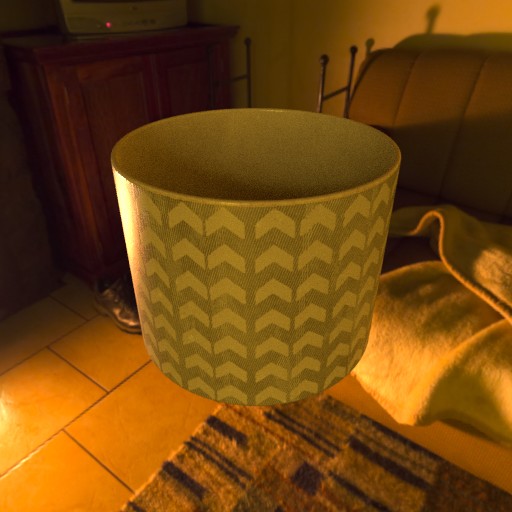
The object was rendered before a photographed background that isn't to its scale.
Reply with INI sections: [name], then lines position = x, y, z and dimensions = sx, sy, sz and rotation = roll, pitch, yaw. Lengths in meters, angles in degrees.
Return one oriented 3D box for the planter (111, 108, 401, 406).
[planter]
position = 0.000, 0.000, 0.458
dimensions = 0.250, 0.239, 0.250
rotation = 0, 32, 0
